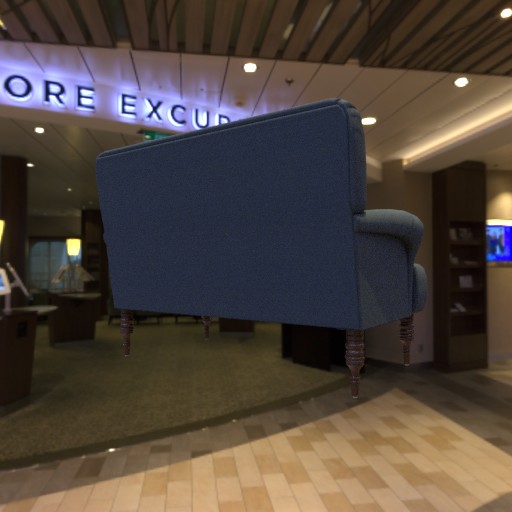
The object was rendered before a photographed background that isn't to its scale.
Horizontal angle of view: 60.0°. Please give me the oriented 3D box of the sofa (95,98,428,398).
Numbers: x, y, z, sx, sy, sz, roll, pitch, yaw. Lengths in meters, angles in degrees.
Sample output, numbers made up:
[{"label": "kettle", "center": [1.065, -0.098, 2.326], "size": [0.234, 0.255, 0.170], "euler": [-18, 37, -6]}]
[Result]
[{"label": "sofa", "center": [0.000, 0.000, 1.878], "size": [1.297, 0.889, 0.779], "euler": [-1, -1, 35]}]
